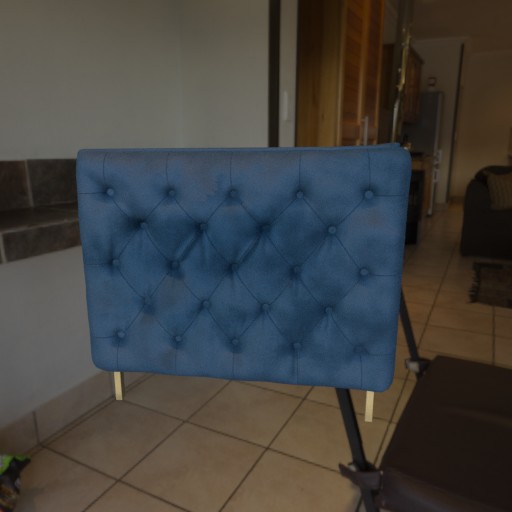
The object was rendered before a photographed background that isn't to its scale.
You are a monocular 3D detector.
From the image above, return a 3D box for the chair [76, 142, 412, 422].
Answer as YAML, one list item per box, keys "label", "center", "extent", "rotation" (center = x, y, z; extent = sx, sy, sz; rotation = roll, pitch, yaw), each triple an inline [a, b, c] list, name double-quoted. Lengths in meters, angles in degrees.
- label: "chair"
  center: [0.000, 0.000, 1.573]
  extent: [0.877, 0.771, 0.868]
  rotation: [2, 13, 8]
